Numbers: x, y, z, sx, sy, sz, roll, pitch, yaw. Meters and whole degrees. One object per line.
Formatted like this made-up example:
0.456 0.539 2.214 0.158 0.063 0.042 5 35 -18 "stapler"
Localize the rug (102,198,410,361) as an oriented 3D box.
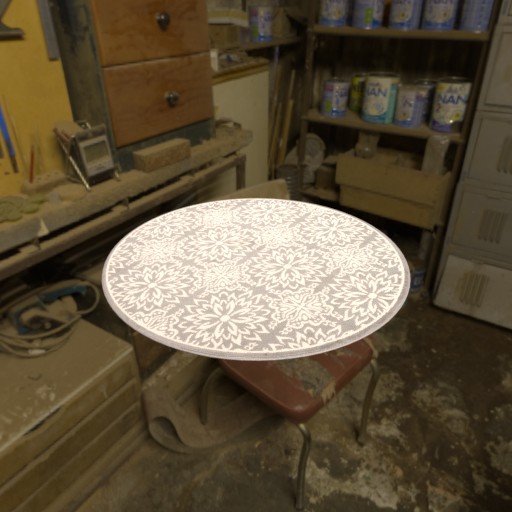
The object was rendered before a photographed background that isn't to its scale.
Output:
0.000 0.000 2.388 1.593 0.012 1.593 0 30 0 "rug"
